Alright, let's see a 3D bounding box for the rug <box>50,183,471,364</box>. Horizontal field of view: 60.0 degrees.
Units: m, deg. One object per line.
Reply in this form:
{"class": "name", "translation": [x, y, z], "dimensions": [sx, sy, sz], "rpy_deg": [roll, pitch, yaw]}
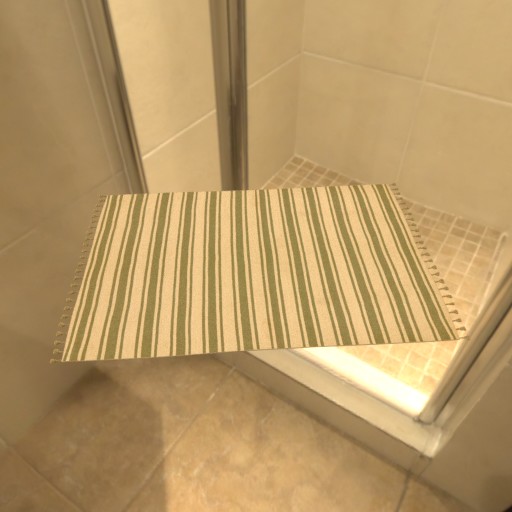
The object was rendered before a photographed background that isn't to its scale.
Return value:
{"class": "rug", "translation": [0.000, 0.000, 3.064], "dimensions": [2.435, 0.018, 1.540], "rpy_deg": [-3, 45, -3]}
